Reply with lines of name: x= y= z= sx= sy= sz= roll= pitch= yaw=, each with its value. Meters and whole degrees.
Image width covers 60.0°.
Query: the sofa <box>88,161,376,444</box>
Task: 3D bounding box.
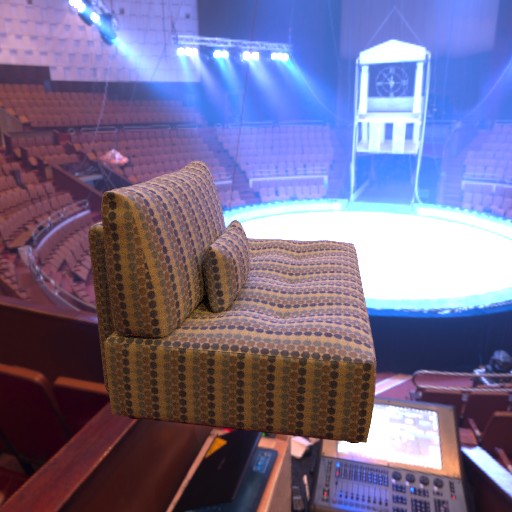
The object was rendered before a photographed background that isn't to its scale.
sofa: x=0.000 y=0.000 z=2.055 sx=1.000 sy=0.820 sz=1.450 roll=3 pitch=17 yaw=9
